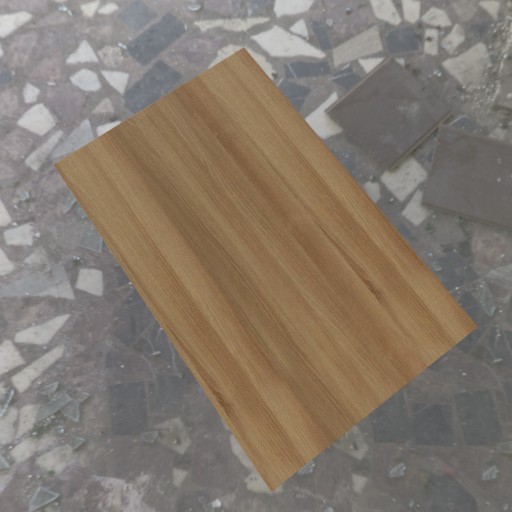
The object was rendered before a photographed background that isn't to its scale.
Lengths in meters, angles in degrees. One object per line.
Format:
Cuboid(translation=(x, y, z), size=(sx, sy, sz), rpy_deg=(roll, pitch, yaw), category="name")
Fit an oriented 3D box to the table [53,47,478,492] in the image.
Cuboid(translation=(0.000, 0.000, 1.427), size=(0.700, 0.330, 1.100), rpy_deg=(-35, 79, -8), category="table")
